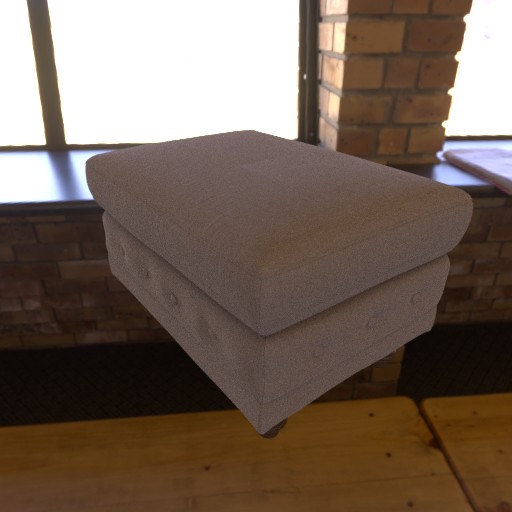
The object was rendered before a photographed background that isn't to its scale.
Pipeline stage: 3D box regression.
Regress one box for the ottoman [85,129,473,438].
[{"bbox_3d":[0.000,0.000,1.122,0.569,0.500,0.771,-19,33,-32],"label":"ottoman"}]
